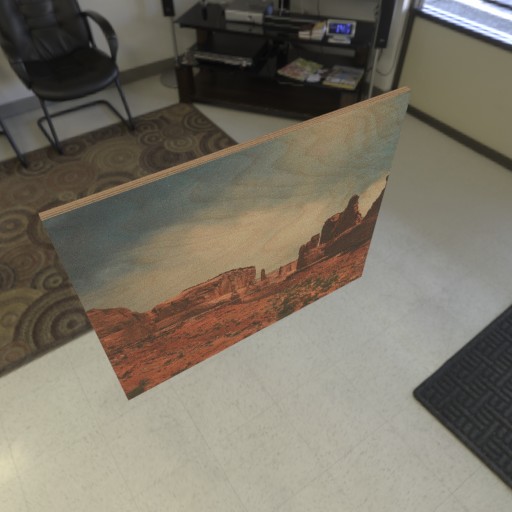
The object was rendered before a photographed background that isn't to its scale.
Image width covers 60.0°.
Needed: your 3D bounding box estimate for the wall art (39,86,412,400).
[{"bbox_3d":[0.000,0.000,0.682,0.508,0.406,0.013,-25,52,-21],"label":"wall art"}]
